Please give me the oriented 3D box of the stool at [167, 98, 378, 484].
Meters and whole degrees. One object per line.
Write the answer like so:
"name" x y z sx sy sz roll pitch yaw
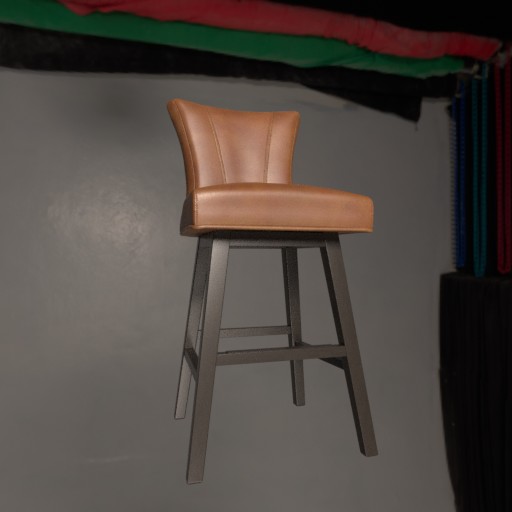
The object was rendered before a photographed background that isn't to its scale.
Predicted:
"stool" 0.000 0.000 1.404 0.522 1.094 0.585 0 0 -17
